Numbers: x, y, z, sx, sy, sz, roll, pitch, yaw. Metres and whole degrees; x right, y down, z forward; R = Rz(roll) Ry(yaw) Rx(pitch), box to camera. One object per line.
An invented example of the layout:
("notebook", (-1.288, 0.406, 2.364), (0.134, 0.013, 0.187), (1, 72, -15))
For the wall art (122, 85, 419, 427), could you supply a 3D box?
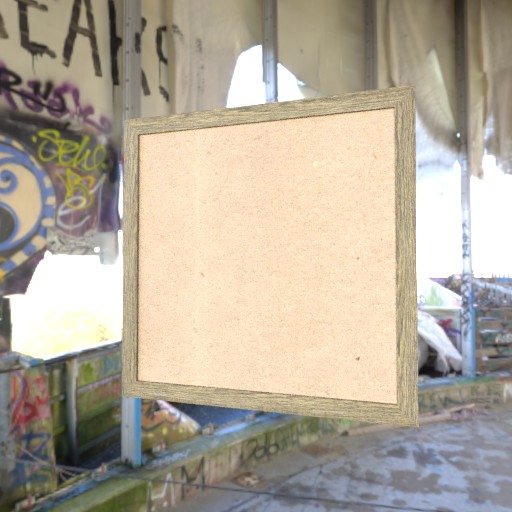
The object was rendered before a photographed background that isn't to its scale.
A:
("wall art", (0.000, 0.000, 0.745), (0.508, 0.508, 0.019), (-1, -2, 18))
